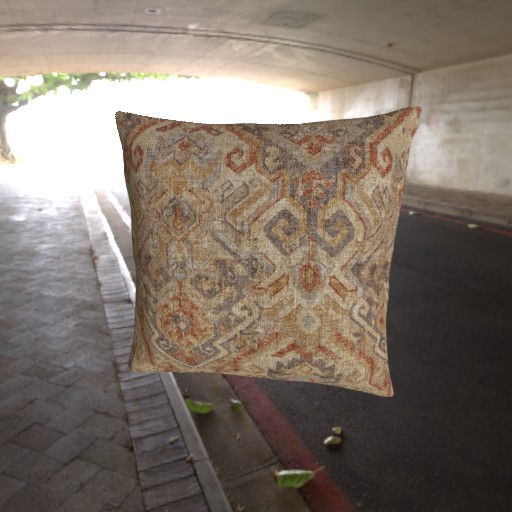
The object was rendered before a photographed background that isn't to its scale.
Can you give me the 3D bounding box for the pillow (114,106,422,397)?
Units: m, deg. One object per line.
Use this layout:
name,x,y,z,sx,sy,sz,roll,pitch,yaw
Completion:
pillow,0.000,0.000,0.796,0.523,0.506,0.166,3,15,10
